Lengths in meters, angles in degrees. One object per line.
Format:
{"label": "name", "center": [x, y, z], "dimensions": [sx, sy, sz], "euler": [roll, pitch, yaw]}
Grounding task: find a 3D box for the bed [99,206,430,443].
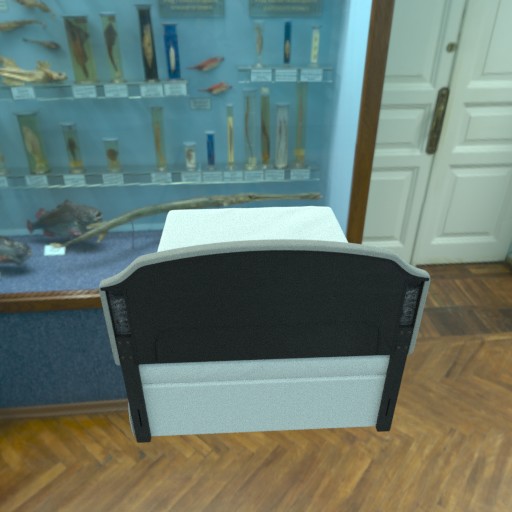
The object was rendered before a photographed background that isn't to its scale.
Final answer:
{"label": "bed", "center": [0.000, 0.000, 3.098], "dimensions": [1.558, 1.270, 1.999], "euler": [-2, 30, -3]}
